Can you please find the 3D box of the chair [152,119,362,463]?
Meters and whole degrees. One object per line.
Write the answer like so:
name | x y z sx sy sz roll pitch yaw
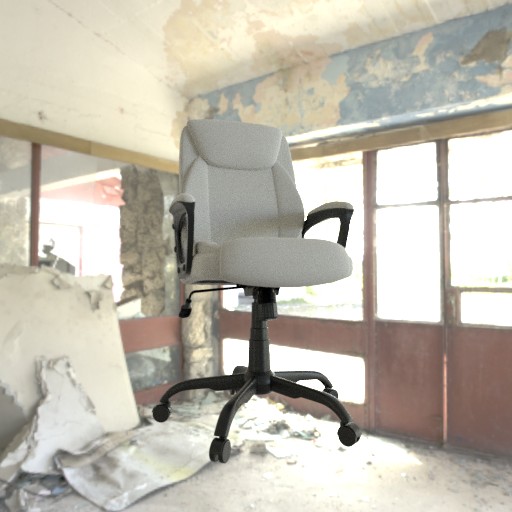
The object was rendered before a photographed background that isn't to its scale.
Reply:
chair | 0.000 0.000 1.472 0.663 1.065 0.669 0 -2 -17
